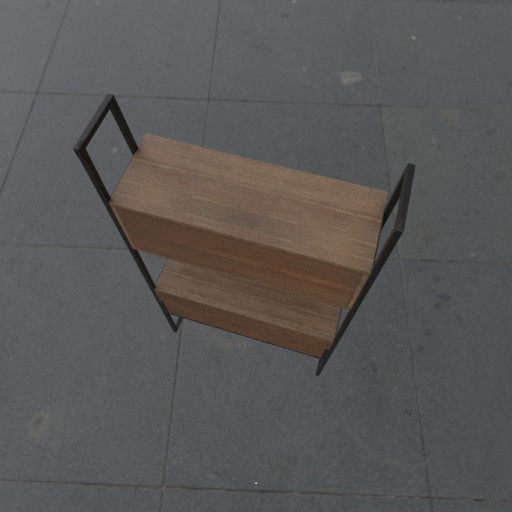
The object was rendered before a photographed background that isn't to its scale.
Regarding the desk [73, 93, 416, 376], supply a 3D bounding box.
[{"bbox_3d":[0.000,0.000,2.159,0.982,1.809,0.515,15,64,8],"label":"desk"}]
